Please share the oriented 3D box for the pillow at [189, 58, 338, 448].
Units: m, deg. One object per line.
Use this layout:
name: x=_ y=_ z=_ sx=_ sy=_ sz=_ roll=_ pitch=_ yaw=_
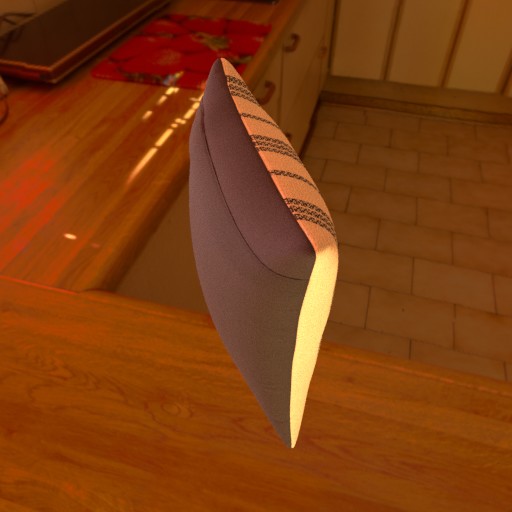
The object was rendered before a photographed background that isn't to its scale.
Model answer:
pillow: x=0.000 y=0.000 z=0.635 sx=0.173 sy=0.406 sz=0.405 roll=-10 pitch=47 yaw=-10
